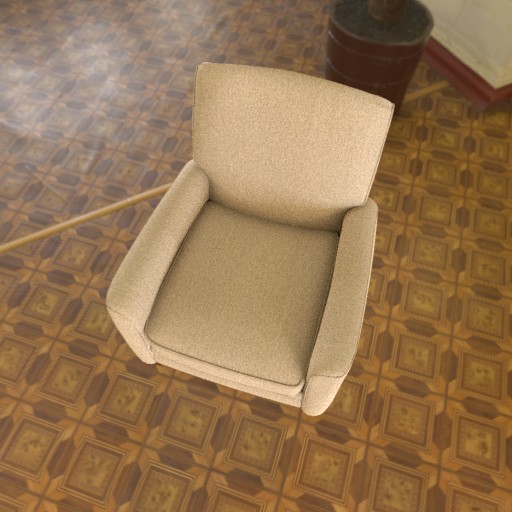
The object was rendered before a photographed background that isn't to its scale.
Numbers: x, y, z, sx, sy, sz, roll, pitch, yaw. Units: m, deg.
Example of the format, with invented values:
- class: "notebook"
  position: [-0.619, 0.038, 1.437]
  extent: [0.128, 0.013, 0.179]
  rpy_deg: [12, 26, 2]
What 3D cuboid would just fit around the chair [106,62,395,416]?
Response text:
- class: "chair"
  position: [0.000, 0.000, 1.653]
  extent: [0.848, 1.014, 0.864]
  rpy_deg: [15, 59, 9]
